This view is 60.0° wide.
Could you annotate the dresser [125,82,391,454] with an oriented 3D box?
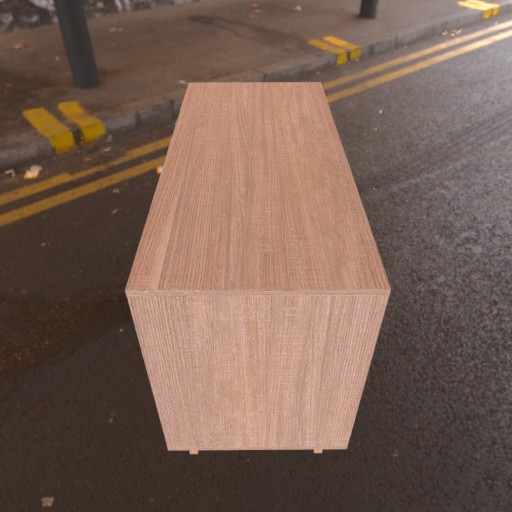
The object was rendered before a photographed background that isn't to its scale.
[{"bbox_3d":[0.000,0.000,1.507,0.500,0.780,1.110,0,40,0],"label":"dresser"}]
